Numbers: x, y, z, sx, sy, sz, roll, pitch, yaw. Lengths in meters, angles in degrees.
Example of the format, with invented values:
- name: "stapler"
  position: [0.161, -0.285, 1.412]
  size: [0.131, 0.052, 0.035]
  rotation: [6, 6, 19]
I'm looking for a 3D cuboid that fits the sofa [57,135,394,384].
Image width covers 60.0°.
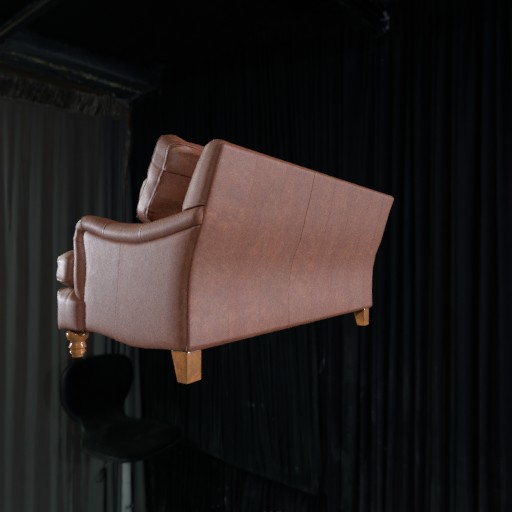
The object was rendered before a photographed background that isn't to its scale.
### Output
- name: "sofa"
  position: [0.000, 0.000, 2.877]
  size: [1.147, 1.071, 2.144]
  rotation: [0, 0, 36]
